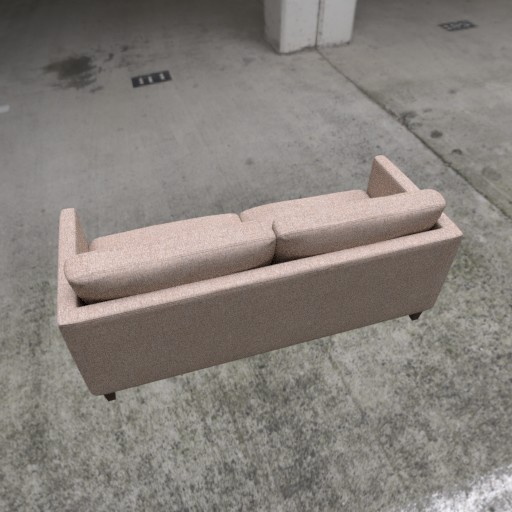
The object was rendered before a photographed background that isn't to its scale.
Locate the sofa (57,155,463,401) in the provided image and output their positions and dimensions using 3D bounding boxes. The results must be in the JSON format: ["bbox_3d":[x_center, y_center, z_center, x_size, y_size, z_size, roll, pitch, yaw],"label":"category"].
[{"bbox_3d":[0.000,0.000,2.762,2.208,0.965,0.951,-12,44,-13],"label":"sofa"}]
